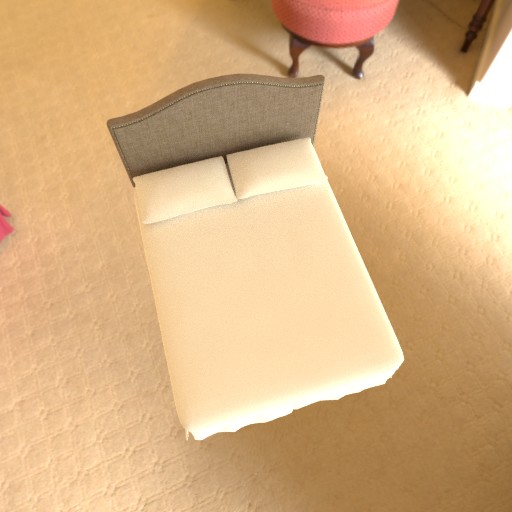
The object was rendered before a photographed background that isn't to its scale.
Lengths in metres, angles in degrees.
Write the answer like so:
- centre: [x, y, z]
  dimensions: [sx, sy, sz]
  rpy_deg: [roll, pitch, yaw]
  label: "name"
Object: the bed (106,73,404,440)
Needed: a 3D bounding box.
- centre: [0.000, 0.000, 3.305]
  dimensions: [1.713, 1.518, 2.153]
  rpy_deg: [-15, 65, -7]
  label: "bed"
